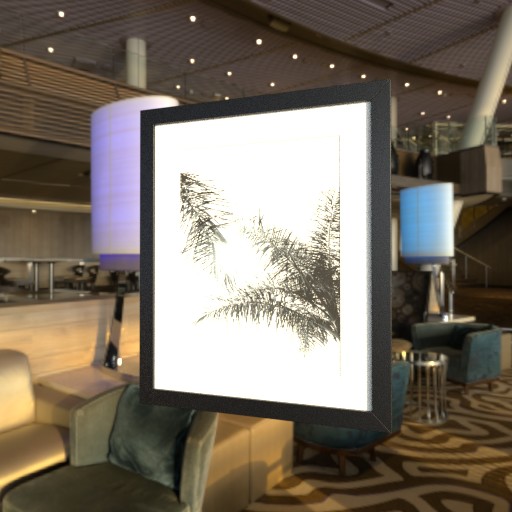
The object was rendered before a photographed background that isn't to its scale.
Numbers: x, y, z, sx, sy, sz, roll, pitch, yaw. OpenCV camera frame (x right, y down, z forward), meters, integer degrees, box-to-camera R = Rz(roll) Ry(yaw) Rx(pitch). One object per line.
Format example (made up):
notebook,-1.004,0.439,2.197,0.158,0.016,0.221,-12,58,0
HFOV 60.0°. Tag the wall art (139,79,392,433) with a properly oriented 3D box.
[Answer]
wall art,0.000,0.000,0.783,0.457,0.557,0.028,0,-1,19
